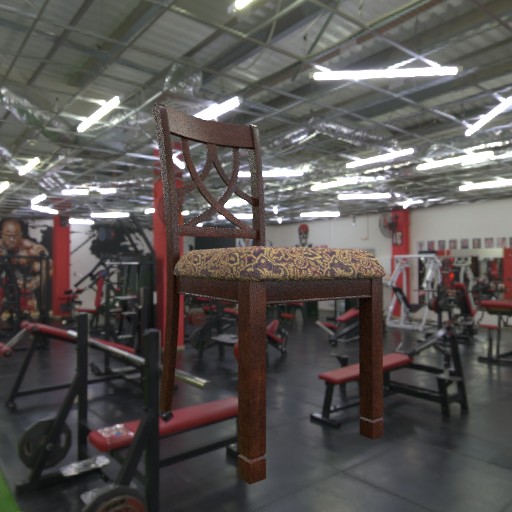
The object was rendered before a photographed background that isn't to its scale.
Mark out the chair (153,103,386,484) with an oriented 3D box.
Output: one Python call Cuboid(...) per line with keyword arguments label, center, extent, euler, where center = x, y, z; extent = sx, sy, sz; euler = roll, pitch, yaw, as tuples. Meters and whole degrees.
Cuboid(label="chair", center=(0.000, 0.000, 1.284), extent=(0.457, 0.965, 0.584), euler=(1, -1, -37))
